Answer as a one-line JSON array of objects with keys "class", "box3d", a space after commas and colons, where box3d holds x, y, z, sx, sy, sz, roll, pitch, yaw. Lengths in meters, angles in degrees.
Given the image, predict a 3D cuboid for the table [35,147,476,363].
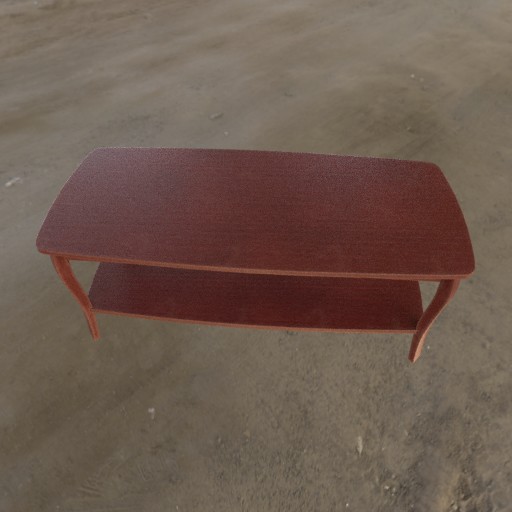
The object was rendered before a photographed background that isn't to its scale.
[{"class": "table", "box3d": [0.000, 0.000, 1.504, 1.216, 0.473, 0.561, 3, 46, 3]}]
